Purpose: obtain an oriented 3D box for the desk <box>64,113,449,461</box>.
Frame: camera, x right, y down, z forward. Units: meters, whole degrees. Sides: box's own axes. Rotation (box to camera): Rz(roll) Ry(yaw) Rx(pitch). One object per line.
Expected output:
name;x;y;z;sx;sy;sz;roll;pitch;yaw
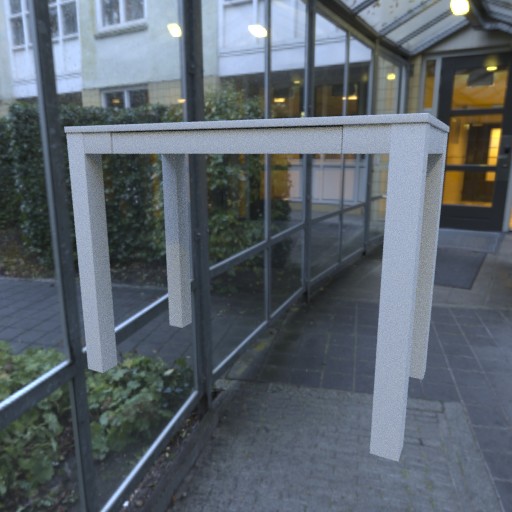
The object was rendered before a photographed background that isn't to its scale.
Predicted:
desk;0.000;0.000;1.360;0.990;0.762;0.497;7;15;26
